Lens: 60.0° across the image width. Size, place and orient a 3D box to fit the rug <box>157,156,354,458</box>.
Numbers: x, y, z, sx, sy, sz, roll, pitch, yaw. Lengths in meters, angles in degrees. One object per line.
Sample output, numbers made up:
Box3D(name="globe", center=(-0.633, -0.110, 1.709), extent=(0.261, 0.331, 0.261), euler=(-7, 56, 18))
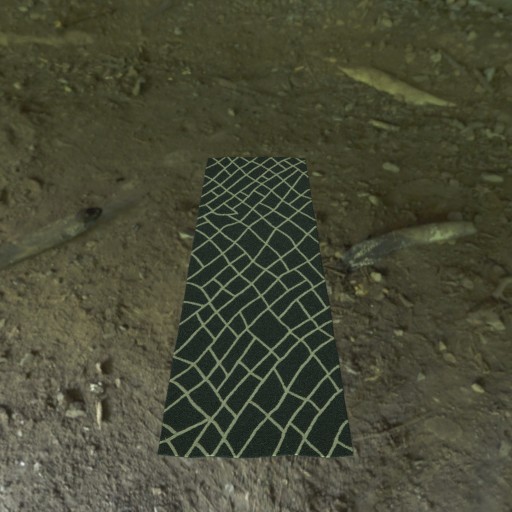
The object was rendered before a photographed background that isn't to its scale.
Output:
Box3D(name="rug", center=(0.000, 0.000, 2.714), extent=(0.807, 0.010, 2.476), euler=(0, 41, 0))
